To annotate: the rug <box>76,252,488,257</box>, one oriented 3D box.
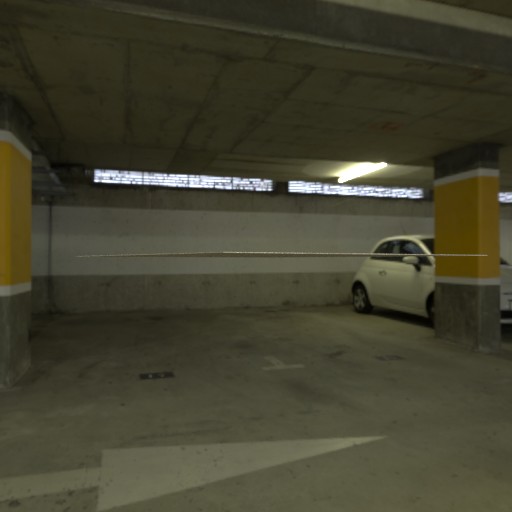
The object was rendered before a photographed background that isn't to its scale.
[{"bbox_3d":[0.000,0.000,3.940,2.391,0.005,2.880,0,-1,-35],"label":"rug"}]
